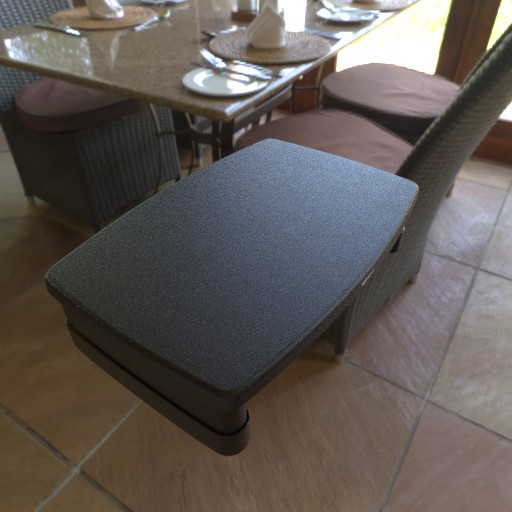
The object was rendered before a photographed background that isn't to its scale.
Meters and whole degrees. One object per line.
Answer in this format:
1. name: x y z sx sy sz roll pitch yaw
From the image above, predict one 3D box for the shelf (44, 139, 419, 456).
1. shelf: 0.000 0.000 0.533 0.280 0.100 0.410 25 45 27
